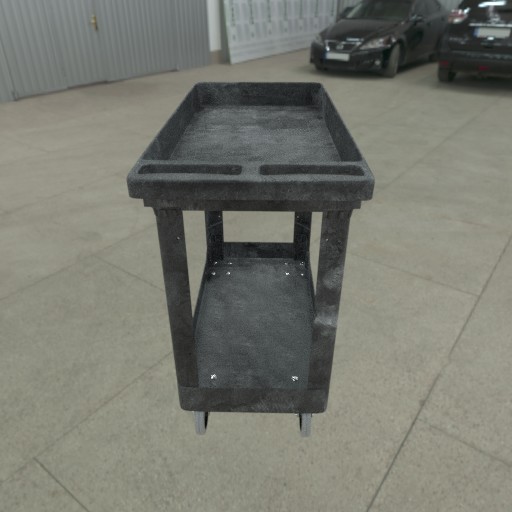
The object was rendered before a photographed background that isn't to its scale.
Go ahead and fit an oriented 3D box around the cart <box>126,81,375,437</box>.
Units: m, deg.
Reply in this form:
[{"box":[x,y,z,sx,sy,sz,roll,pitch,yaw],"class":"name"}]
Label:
[{"box":[0.000,0.000,1.314,0.420,0.824,0.877,1,31,1],"class":"cart"}]
